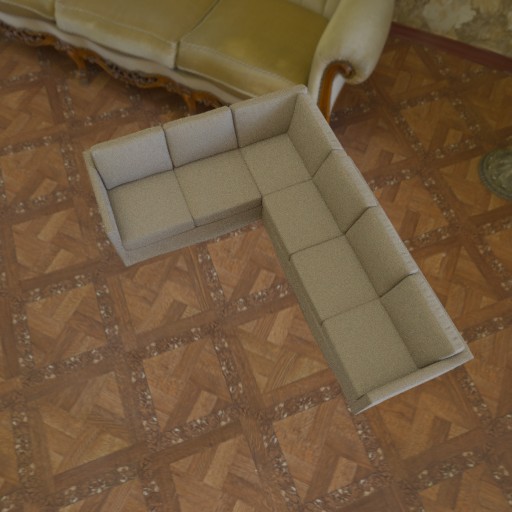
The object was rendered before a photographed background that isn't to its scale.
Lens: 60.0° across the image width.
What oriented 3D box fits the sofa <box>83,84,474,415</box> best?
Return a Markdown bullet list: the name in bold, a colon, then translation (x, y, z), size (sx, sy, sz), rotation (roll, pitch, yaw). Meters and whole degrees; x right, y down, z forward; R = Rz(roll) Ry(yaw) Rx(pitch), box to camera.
- **sofa**: translation (0.000, 0.000, 4.140), size (2.432, 0.871, 3.182), rotation (-20, 66, -9)
